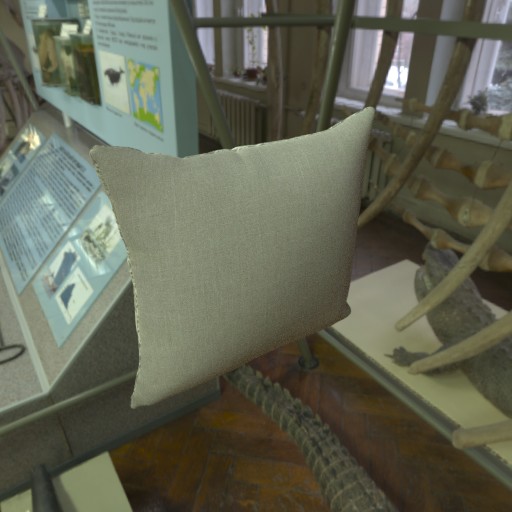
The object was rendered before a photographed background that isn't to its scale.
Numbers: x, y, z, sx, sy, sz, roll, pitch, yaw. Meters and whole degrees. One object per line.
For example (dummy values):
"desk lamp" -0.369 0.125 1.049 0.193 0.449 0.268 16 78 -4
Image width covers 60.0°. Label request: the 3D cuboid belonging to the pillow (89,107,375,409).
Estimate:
"pillow" 0.000 0.000 0.825 0.546 0.487 0.180 -18 33 -29
